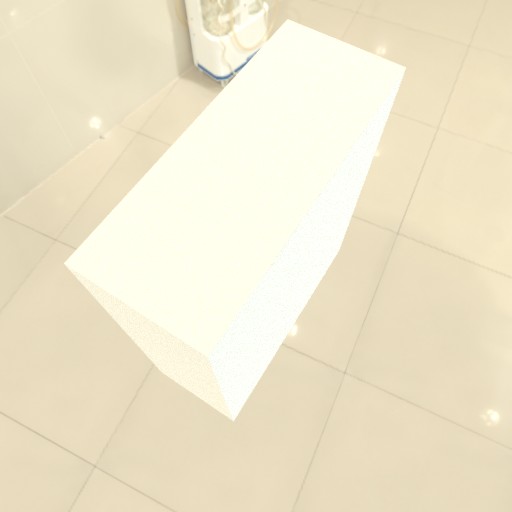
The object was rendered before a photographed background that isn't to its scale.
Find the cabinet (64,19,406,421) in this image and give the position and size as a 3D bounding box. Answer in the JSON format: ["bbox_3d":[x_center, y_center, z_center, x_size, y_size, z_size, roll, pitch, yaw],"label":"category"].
[{"bbox_3d":[0.000,0.000,1.679,0.400,1.190,1.000,30,67,14],"label":"cabinet"}]
